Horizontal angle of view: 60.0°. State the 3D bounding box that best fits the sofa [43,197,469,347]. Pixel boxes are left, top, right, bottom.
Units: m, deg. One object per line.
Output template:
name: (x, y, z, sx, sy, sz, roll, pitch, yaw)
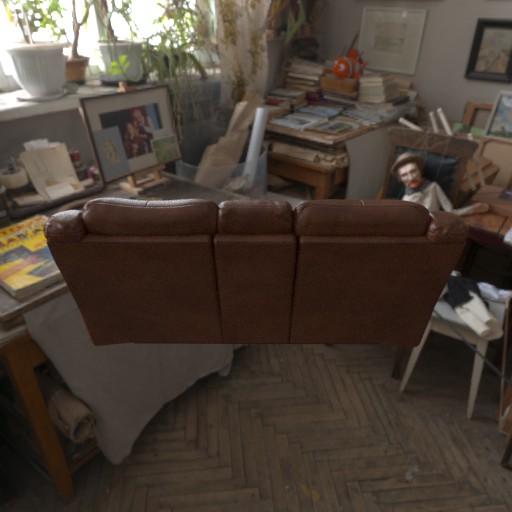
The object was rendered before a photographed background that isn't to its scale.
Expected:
sofa: (0.000, 0.000, 2.622, 2.058, 1.043, 0.991, 0, 31, 0)
